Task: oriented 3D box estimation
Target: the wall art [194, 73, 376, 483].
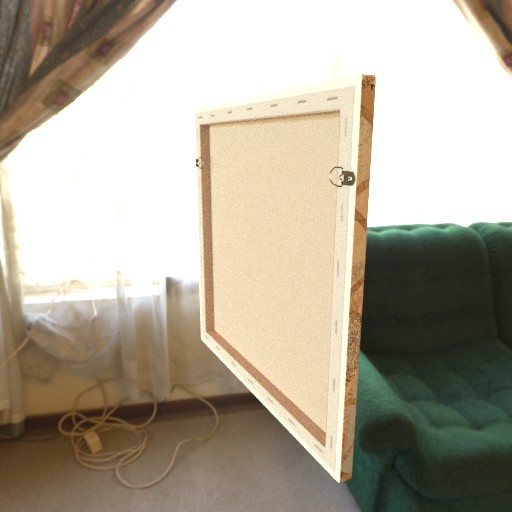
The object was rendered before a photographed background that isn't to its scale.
[{"bbox_3d":[0.000,0.000,1.337,0.039,0.914,0.912,-7,16,-27],"label":"wall art"}]
